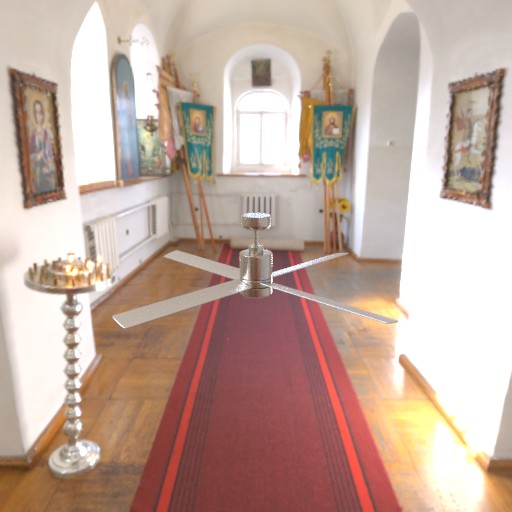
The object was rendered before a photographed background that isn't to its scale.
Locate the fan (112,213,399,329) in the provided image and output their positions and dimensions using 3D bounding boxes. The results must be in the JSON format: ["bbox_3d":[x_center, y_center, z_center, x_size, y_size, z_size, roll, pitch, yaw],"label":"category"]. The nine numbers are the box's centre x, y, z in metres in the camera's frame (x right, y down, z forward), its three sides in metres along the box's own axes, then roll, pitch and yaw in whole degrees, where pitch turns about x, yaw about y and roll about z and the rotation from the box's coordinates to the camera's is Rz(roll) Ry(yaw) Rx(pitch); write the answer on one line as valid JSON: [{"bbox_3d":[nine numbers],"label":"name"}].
[{"bbox_3d":[0.000,0.000,1.917,1.322,0.355,1.322,-14,21,-43],"label":"fan"}]
